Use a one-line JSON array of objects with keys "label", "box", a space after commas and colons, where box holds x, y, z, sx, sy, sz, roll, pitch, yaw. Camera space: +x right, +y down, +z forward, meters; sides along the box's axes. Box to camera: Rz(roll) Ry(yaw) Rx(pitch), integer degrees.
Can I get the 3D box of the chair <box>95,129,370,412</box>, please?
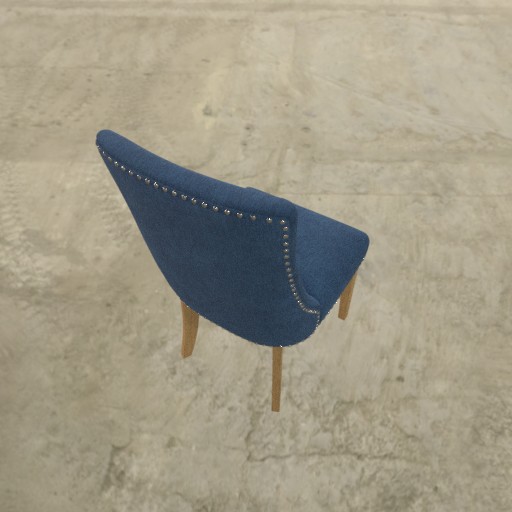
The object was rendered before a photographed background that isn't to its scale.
[{"label": "chair", "box": [0.000, 0.000, 1.290, 0.495, 0.902, 0.610, 25, 50, 23]}]
